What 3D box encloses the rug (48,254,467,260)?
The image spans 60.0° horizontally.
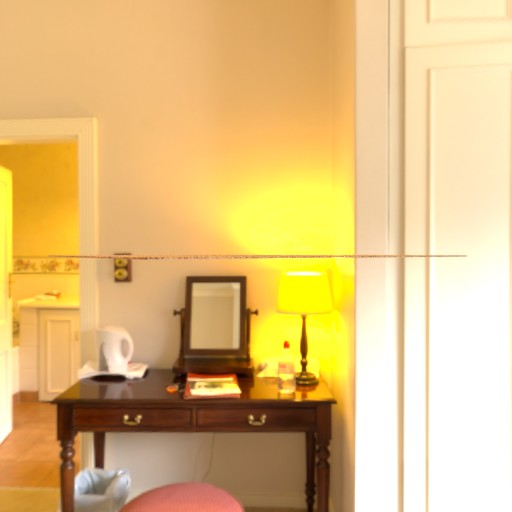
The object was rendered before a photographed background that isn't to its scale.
[{"bbox_3d":[0.000,0.000,4.250,3.200,0.012,2.438,0,1,-36],"label":"rug"}]
